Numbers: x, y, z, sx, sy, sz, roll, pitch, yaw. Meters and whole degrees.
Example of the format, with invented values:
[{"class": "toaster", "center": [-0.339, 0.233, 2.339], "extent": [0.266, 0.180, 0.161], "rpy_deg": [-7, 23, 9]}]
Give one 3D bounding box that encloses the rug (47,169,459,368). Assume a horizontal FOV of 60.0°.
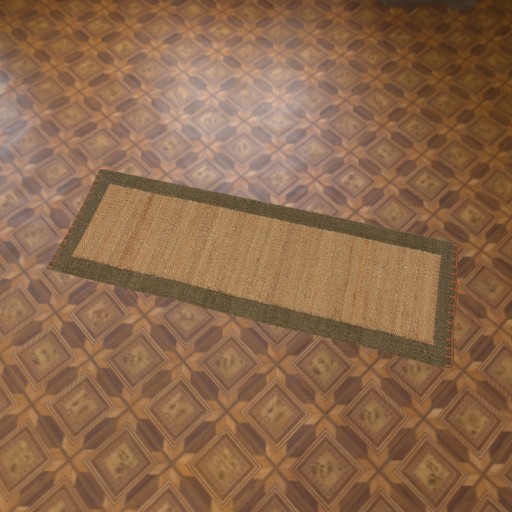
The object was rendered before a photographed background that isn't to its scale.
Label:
[{"class": "rug", "center": [0.000, 0.000, 2.723], "extent": [2.413, 0.016, 0.810], "rpy_deg": [13, 63, 7]}]
